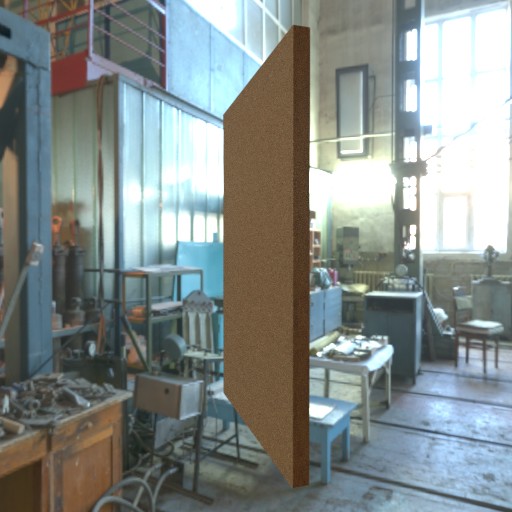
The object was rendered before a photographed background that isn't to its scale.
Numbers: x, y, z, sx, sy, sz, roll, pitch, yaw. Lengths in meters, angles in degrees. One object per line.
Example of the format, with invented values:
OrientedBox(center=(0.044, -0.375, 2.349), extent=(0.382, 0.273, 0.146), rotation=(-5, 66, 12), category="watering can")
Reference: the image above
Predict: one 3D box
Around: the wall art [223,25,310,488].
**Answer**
OrientedBox(center=(0.000, 0.000, 1.170), extent=(0.037, 0.914, 0.610), rotation=(0, 1, -17), category="wall art")
